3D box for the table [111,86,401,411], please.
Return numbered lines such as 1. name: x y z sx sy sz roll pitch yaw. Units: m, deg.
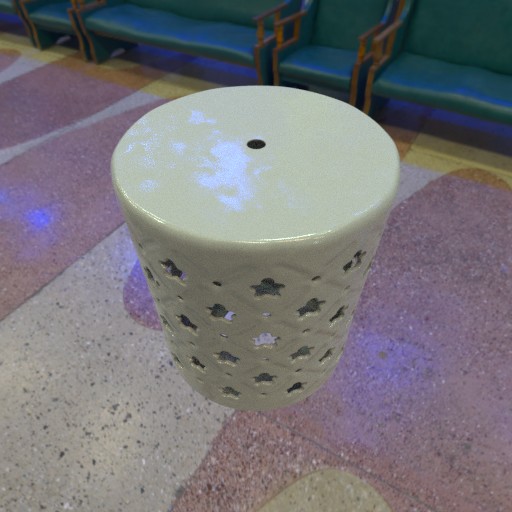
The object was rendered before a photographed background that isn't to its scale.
1. table: 0.000 0.000 0.675 0.352 0.387 0.352 0 45 0
